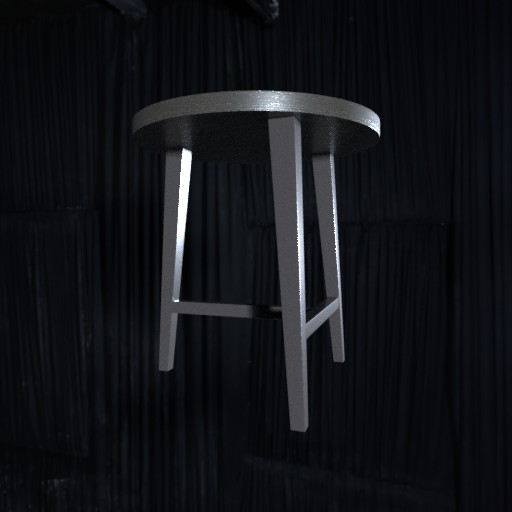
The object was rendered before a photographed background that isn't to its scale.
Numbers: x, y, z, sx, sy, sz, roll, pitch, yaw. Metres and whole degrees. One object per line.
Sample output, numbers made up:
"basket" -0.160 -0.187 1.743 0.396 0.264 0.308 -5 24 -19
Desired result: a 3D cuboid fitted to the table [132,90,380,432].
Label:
"table" 0.000 0.000 0.940 0.500 0.531 0.500 0 2 0
